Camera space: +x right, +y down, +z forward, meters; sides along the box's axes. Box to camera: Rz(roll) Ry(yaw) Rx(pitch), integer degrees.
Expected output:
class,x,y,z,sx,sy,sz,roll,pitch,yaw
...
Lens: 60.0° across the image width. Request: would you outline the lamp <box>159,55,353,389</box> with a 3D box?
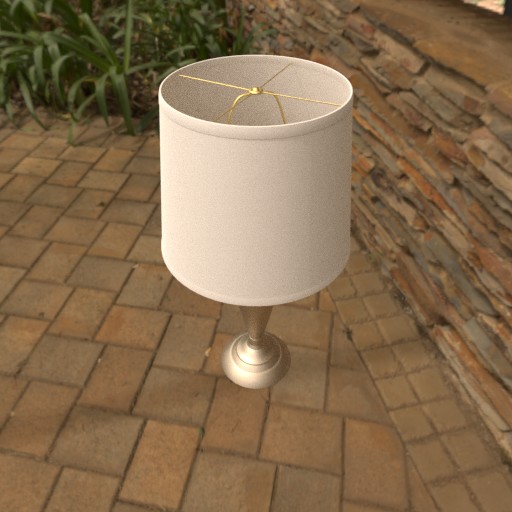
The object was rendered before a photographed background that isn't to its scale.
class,x,y,z,sx,sy,sz,roll,pitch,yaw
lamp,0.000,0.000,0.808,0.328,0.619,0.328,0,41,0
